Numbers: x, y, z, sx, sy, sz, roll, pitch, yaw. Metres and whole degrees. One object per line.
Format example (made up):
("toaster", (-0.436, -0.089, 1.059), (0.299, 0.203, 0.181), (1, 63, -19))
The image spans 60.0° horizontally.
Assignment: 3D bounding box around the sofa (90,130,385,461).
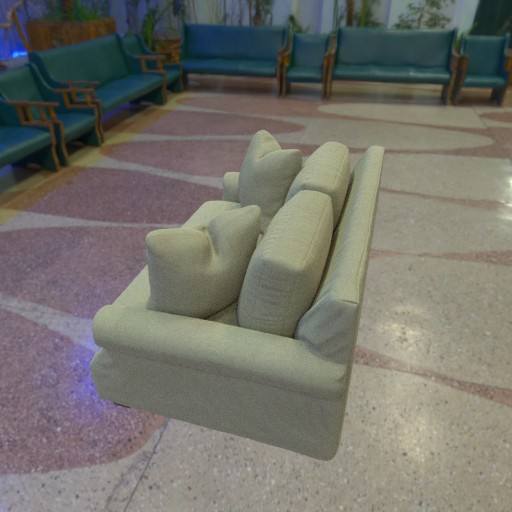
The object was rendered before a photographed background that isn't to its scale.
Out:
("sofa", (0.000, 0.000, 2.170), (1.070, 0.905, 1.550), (9, 34, 14))
